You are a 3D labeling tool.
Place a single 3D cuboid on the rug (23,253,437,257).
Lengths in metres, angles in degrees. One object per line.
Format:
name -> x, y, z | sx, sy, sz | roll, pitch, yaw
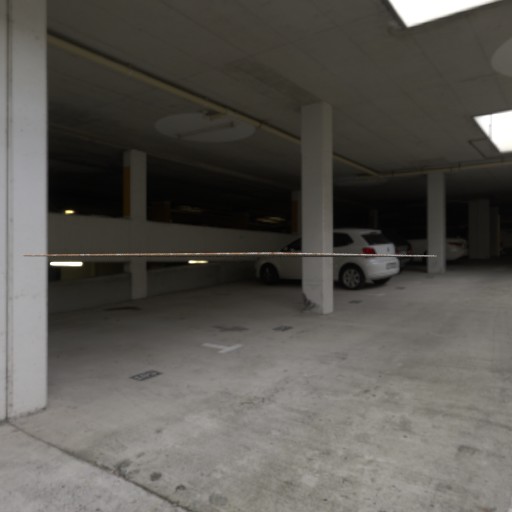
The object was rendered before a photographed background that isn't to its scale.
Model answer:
rug -> 0.000, 0.000, 4.090 | 2.441, 0.011, 3.050 | 0, 0, 36
